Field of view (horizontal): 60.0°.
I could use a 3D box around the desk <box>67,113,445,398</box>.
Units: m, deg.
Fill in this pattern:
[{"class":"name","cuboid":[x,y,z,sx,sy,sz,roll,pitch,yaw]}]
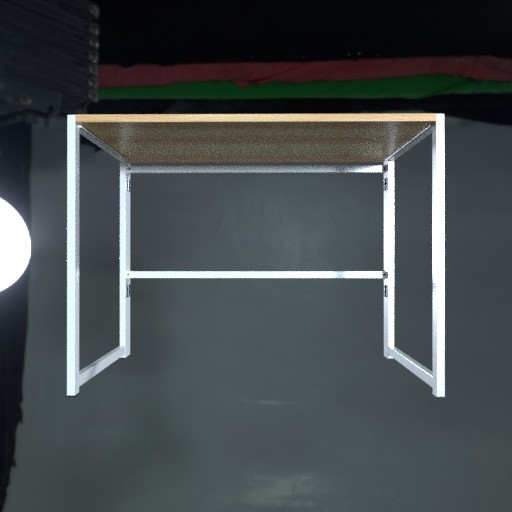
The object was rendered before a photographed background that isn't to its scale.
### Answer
[{"class":"desk","cuboid":[0.000,0.000,1.441,1.016,0.762,0.508,0,0,1]}]
